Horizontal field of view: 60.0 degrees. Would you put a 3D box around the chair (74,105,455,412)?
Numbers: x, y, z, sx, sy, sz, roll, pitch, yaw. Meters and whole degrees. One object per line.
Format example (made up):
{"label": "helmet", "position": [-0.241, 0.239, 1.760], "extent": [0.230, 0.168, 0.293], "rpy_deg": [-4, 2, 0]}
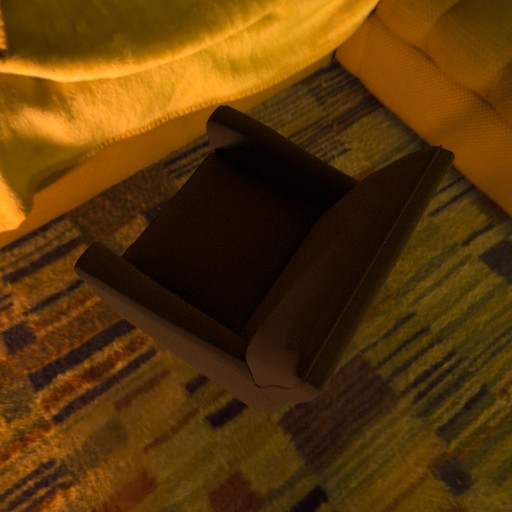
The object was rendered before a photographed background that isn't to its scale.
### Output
{"label": "chair", "position": [0.000, 0.000, 1.570], "extent": [0.831, 0.911, 0.836], "rpy_deg": [30, 67, 14]}
